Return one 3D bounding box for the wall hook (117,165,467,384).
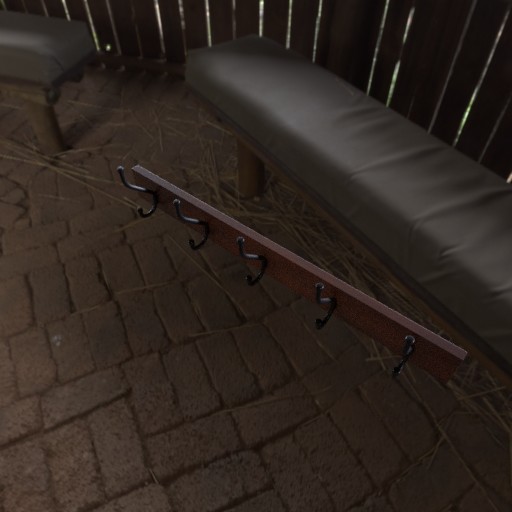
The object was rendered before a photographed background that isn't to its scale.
[{"bbox_3d":[0.000,0.000,0.616,0.571,0.117,0.071,31,55,25],"label":"wall hook"}]
